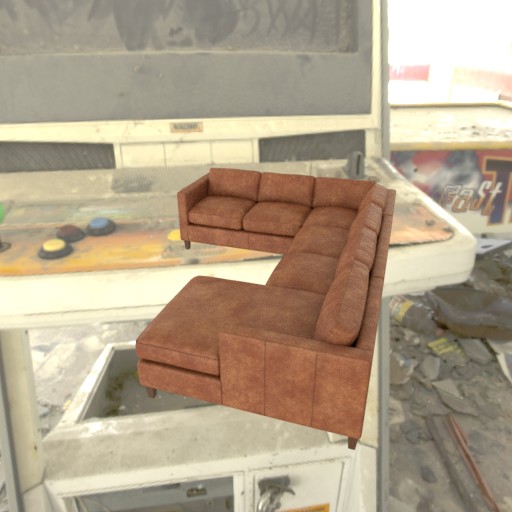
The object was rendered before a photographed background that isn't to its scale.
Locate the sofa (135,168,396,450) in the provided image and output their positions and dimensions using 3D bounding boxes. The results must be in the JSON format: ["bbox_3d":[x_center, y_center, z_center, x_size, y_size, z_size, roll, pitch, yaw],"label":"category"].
[{"bbox_3d":[0.000,0.000,4.352,2.452,0.888,3.324,8,27,16],"label":"sofa"}]
